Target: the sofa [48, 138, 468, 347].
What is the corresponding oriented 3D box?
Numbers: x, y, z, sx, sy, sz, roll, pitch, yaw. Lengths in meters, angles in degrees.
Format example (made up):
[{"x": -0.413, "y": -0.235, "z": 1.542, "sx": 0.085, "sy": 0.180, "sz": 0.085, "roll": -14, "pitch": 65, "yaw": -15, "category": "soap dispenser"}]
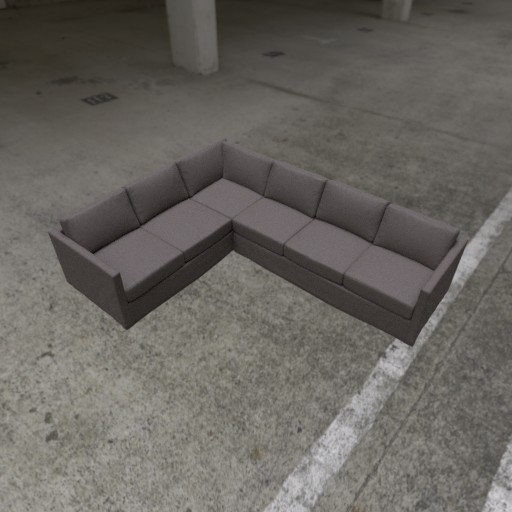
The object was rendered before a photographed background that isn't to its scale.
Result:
[{"x": 0.000, "y": 0.000, "z": 4.338, "sx": 3.182, "sy": 0.871, "sz": 2.432, "roll": 28, "pitch": 47, "yaw": 29, "category": "sofa"}]
